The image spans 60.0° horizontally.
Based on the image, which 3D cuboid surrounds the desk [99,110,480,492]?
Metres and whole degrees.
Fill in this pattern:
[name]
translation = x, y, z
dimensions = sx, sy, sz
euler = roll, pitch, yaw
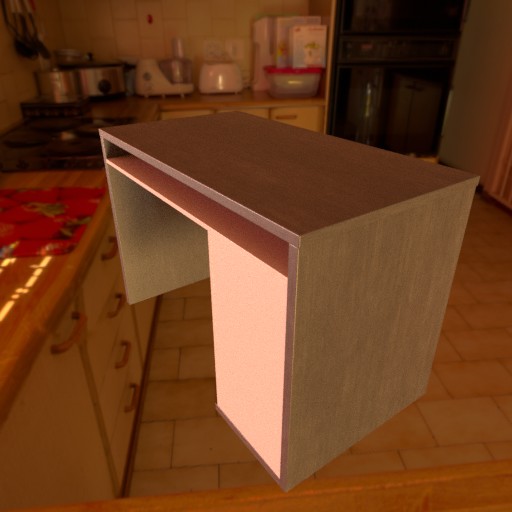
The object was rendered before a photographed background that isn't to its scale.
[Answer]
[desk]
translation = 0.000, 0.000, 1.530
dimensions = 0.600, 0.750, 1.100
euler = -19, 33, -31
